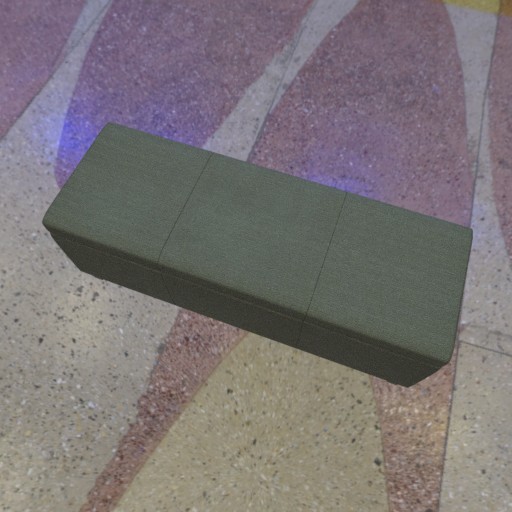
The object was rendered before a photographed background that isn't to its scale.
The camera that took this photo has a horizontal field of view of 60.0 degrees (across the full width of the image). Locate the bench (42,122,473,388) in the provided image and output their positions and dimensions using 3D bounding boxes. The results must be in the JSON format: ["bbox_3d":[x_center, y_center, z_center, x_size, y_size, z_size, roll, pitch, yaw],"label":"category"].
[{"bbox_3d":[0.000,0.000,1.521,1.269,0.438,0.446,18,65,9],"label":"bench"}]
